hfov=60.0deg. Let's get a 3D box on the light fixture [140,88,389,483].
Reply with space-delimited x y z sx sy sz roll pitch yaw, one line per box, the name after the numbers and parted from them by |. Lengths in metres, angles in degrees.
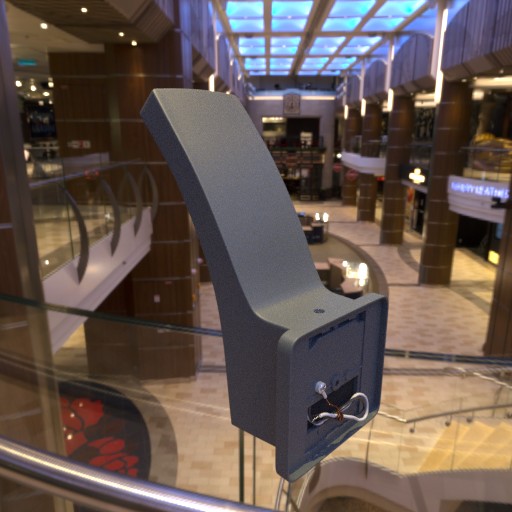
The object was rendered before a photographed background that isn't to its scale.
0.000 0.000 0.333 0.108 0.243 0.174 -15 21 -42 | light fixture
